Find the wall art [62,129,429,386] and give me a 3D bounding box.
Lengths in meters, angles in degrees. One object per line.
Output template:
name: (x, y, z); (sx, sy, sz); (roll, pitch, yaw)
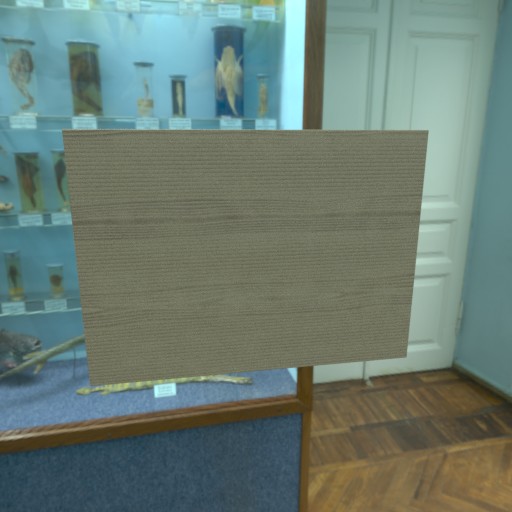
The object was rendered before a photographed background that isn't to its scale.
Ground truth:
wall art: (0.000, 0.000, 1.112); (0.841, 0.609, 0.063); (-3, 15, -10)
